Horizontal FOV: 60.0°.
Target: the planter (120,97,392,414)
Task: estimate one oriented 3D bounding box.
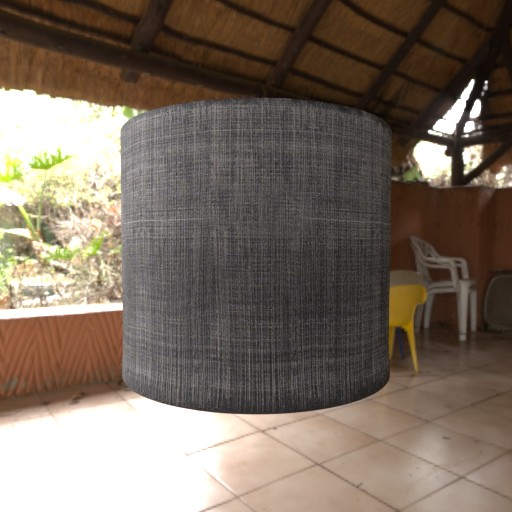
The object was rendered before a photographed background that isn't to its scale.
[{"bbox_3d":[0.000,0.000,0.305,0.178,0.157,0.178,0,1,0],"label":"planter"}]
